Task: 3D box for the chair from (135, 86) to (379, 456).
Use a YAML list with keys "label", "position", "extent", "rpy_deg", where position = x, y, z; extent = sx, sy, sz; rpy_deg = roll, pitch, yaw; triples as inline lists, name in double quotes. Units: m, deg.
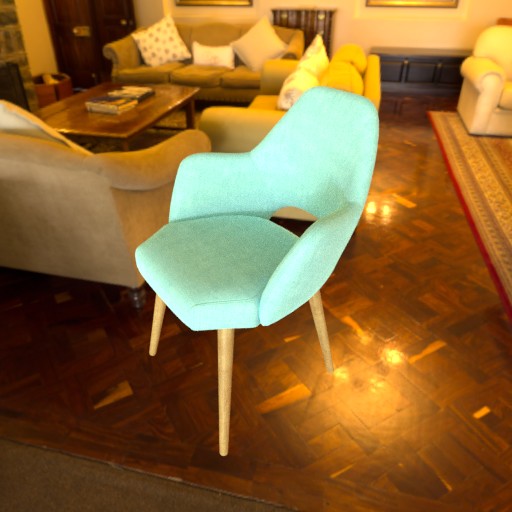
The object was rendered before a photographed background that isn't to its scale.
- label: "chair"
  position: [0.000, 0.000, 1.272]
  extent: [0.610, 0.840, 0.590]
  rpy_deg: [-21, 38, -29]
